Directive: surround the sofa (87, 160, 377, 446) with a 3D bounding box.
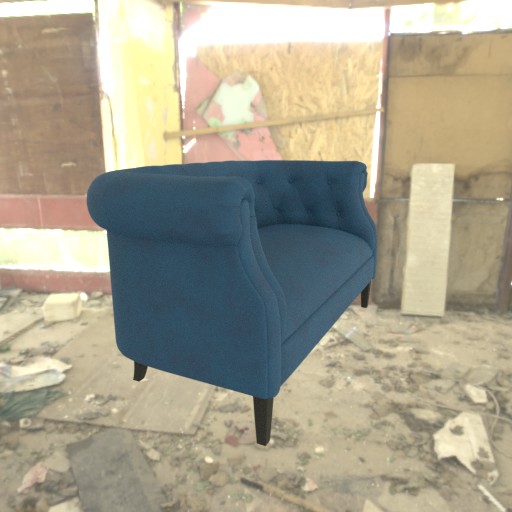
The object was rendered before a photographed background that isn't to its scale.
[{"bbox_3d":[0.000,0.000,2.038,0.835,0.827,1.558,7,16,26],"label":"sofa"}]
